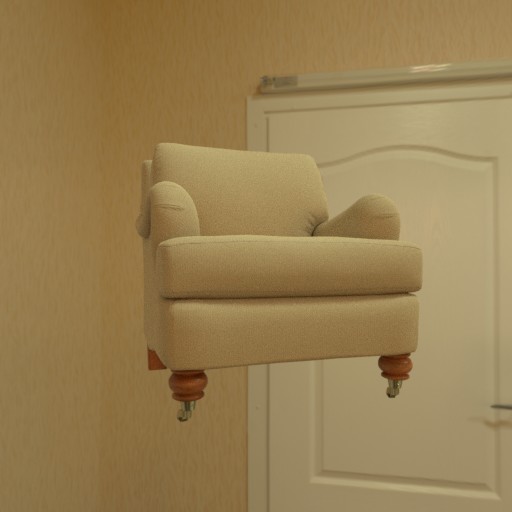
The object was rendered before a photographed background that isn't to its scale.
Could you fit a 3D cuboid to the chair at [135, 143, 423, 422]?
[{"bbox_3d":[0.000,0.000,1.876,0.955,1.038,1.070,0,-1,-18],"label":"chair"}]
